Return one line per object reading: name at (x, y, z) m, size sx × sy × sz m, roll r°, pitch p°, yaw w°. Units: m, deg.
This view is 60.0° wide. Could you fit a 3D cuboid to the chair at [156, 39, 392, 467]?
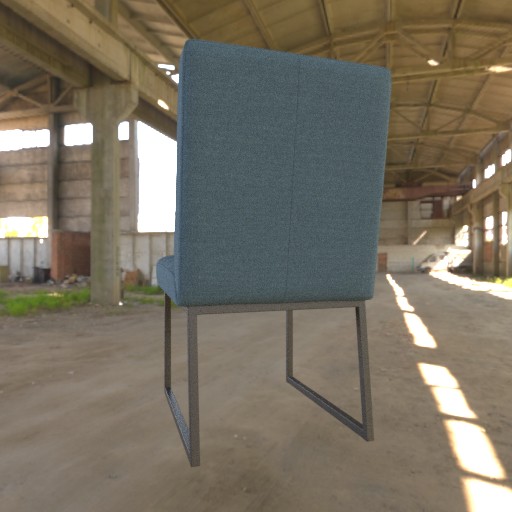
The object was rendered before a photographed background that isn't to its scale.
chair at (0.000, 0.000, 1.288) m, size 0.520 × 0.930 × 0.634 m, roll 0°, pitch 0°, yaw -18°
